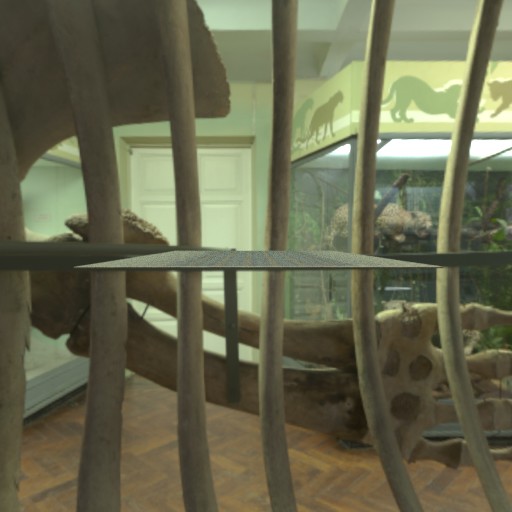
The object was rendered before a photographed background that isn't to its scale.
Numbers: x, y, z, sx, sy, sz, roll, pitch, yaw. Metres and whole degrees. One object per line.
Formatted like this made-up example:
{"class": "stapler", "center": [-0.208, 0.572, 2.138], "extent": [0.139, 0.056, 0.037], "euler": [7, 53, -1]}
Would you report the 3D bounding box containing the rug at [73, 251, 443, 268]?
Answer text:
{"class": "rug", "center": [0.000, 0.000, 3.061], "extent": [1.541, 0.008, 2.448], "euler": [0, 2, -1]}
